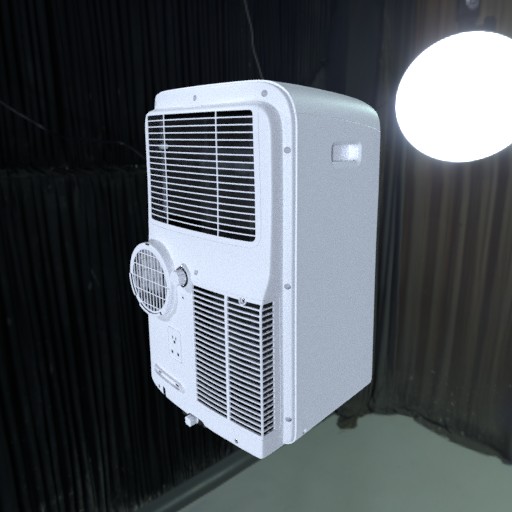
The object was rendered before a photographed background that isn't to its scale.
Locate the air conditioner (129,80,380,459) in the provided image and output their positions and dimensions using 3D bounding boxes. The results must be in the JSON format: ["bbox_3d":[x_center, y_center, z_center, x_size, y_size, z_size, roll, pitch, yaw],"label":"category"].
[{"bbox_3d":[0.000,0.000,1.094,0.467,0.765,0.478,-14,21,-43],"label":"air conditioner"}]
